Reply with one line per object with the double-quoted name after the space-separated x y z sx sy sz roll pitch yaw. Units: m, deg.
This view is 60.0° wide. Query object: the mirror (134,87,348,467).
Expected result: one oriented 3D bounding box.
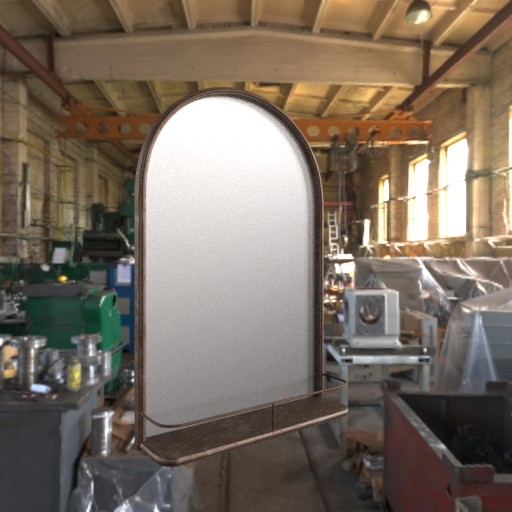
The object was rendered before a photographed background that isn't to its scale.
0.000 0.000 0.988 0.510 0.770 0.137 0 0 -36 "mirror"
